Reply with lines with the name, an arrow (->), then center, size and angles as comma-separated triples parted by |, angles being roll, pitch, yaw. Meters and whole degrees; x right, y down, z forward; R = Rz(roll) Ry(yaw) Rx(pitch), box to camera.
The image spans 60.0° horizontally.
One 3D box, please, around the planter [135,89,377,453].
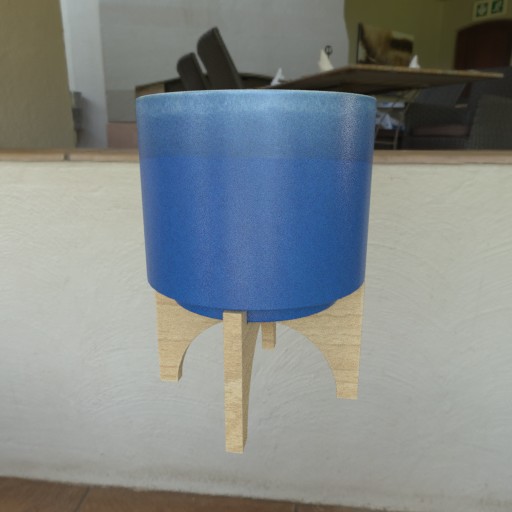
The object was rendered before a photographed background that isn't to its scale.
planter -> 0.000, 0.000, 0.398 | 0.192, 0.263, 0.192 | 0, 15, 0
